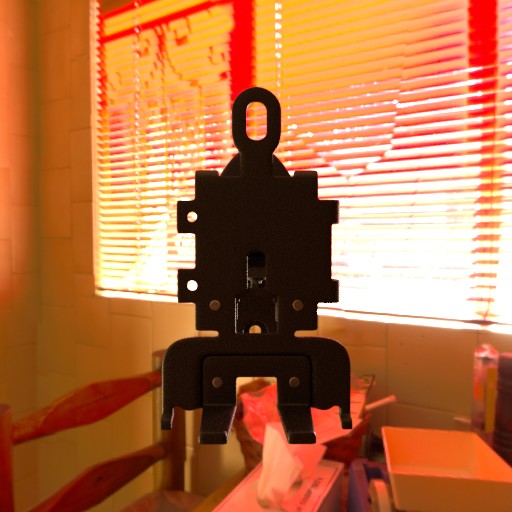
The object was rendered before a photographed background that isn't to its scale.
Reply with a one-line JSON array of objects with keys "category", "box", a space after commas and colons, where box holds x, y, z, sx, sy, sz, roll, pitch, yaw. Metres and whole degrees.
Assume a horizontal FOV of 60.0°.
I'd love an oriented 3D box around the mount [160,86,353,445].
[{"category": "mount", "box": [0.000, 0.000, 0.177, 0.066, 0.118, 0.100, 0, 1, 0]}]
